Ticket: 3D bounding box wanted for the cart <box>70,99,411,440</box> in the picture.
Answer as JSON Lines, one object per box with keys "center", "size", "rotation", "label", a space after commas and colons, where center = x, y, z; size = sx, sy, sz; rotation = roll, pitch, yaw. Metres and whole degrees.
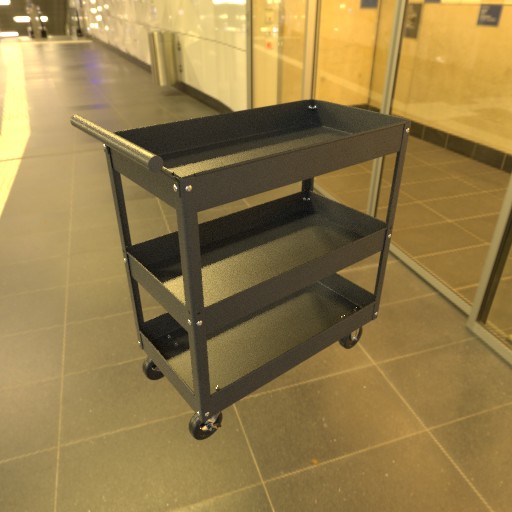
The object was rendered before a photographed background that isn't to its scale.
{"center": [0.000, 0.000, 1.202], "size": [0.719, 0.780, 0.366], "rotation": [-22, 37, -32], "label": "cart"}
